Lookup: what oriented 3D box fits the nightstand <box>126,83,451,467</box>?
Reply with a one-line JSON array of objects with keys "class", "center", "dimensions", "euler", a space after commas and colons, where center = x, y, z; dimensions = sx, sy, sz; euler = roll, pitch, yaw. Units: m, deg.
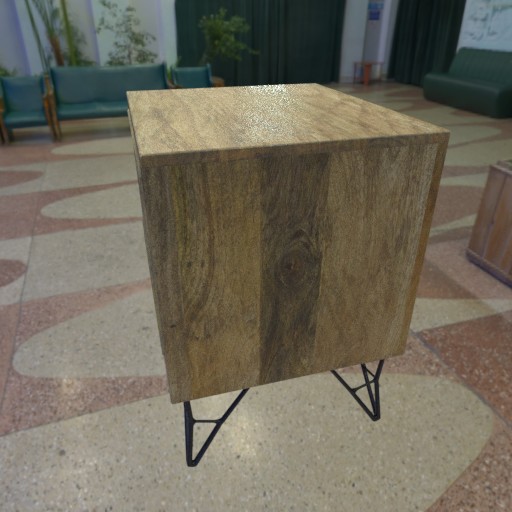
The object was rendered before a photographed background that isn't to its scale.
[{"class": "nightstand", "center": [0.000, 0.000, 0.863], "dimensions": [0.406, 0.559, 0.457], "euler": [-8, 30, -14]}]
